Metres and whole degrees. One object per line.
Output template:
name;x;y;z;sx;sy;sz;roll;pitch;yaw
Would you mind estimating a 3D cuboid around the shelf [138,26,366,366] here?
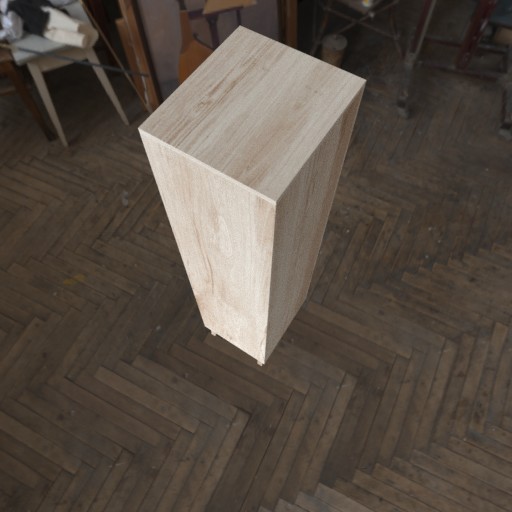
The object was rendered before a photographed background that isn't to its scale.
shelf;0.000;0.000;2.146;0.450;1.960;0.510;30;67;14
